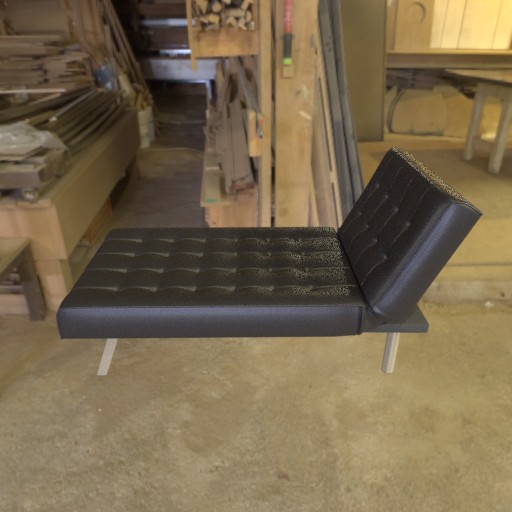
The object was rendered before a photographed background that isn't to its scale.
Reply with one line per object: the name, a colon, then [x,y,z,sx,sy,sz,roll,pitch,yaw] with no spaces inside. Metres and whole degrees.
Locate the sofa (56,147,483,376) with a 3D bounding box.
sofa: [0.000,0.000,2.004,1.560,0.820,0.760,0,28,-1]
